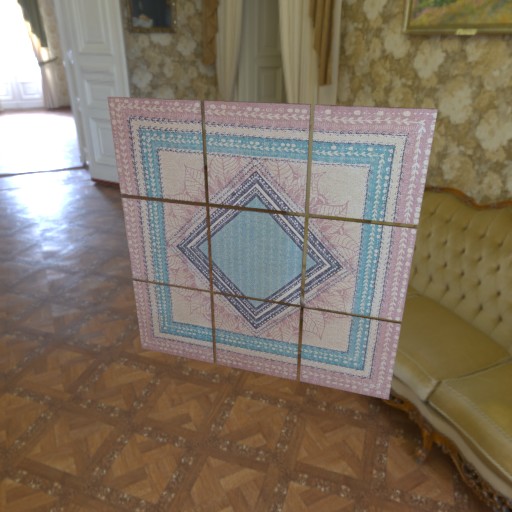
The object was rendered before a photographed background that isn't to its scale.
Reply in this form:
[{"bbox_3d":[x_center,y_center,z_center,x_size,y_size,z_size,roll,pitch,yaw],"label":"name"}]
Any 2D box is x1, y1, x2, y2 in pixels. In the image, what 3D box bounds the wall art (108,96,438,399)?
[{"bbox_3d":[0.000,0.000,2.313,1.527,1.525,0.014,8,27,16],"label":"wall art"}]
